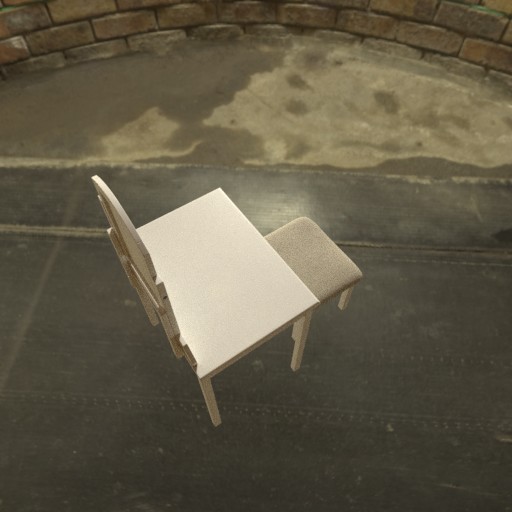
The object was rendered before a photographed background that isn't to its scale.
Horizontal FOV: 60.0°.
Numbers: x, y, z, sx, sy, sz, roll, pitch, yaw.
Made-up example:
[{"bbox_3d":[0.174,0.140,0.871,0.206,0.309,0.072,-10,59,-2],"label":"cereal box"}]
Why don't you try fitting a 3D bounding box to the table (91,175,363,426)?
[{"bbox_3d":[0.000,0.000,2.310,1.211,1.631,0.876,-30,61,-19],"label":"table"}]
